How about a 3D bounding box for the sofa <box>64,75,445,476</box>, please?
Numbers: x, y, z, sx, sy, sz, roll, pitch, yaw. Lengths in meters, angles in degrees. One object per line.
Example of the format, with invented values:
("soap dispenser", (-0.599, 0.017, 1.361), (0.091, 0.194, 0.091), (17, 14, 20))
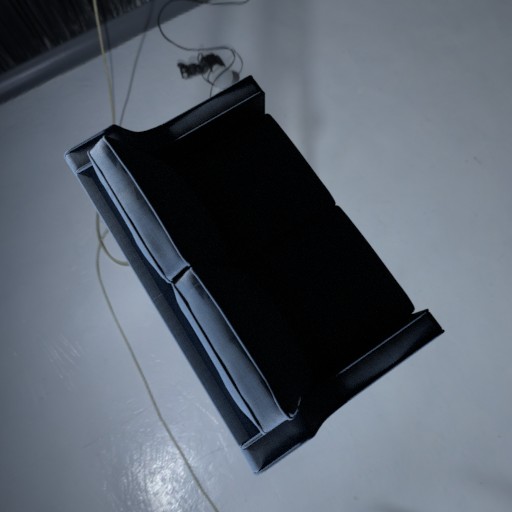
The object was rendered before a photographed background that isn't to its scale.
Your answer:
("sofa", (0.000, 0.000, 2.111), (0.987, 0.971, 1.501), (-32, 78, -8))
